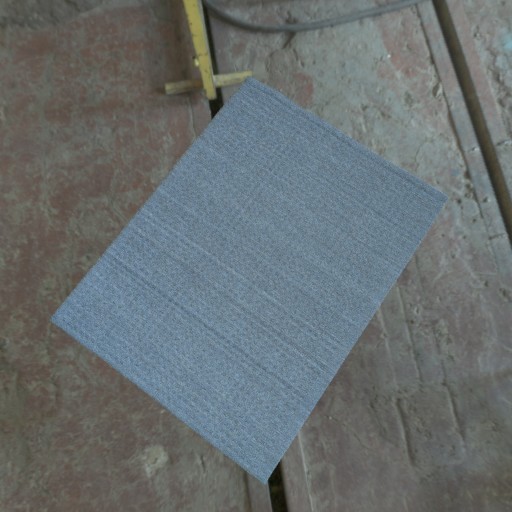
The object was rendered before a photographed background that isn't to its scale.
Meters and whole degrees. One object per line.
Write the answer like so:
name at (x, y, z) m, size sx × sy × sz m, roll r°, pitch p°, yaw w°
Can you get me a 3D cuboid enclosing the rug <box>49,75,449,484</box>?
rug at (0.000, 0.000, 4.250) m, size 2.443 × 0.007 × 3.200 m, roll 34°, pitch 78°, yaw 8°
